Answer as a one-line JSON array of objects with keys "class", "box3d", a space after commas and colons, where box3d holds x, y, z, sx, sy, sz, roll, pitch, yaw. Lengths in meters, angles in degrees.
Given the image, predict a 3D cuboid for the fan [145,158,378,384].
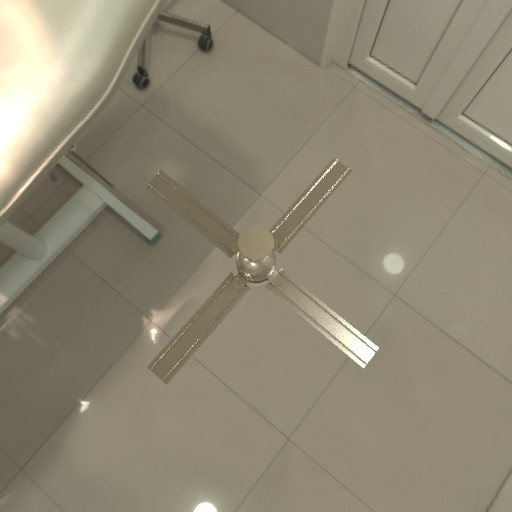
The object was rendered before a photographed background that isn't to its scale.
[{"class": "fan", "box3d": [0.000, 0.000, 1.963, 1.346, 0.406, 1.346, 38, 78, 10]}]
